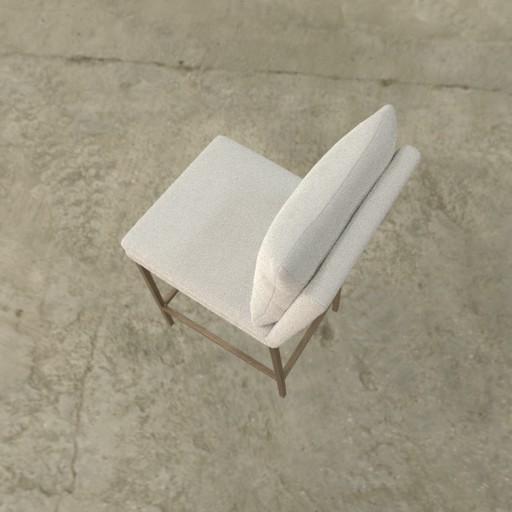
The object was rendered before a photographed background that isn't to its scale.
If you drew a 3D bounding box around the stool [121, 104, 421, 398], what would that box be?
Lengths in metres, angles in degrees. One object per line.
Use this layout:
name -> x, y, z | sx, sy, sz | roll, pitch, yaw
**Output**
stool -> 0.000, 0.000, 1.318 | 0.572, 1.032, 0.463 | 30, 67, 14
